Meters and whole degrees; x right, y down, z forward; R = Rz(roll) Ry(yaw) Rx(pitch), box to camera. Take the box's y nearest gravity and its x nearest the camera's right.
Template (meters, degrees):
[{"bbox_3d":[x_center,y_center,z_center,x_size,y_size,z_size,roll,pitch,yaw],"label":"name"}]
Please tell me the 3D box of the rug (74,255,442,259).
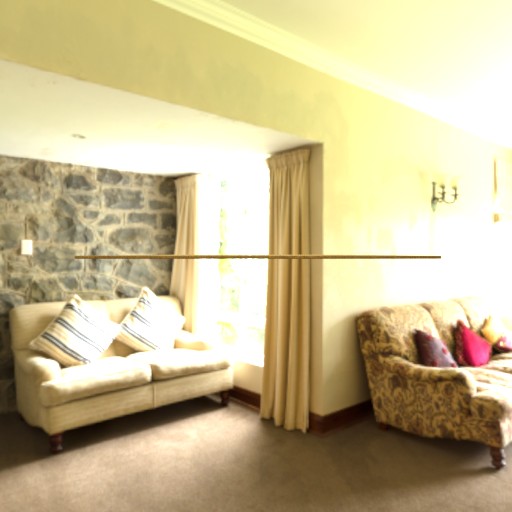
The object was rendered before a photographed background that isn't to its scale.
[{"bbox_3d":[0.000,0.000,3.052,1.524,0.014,2.438,0,0,0],"label":"rug"}]
